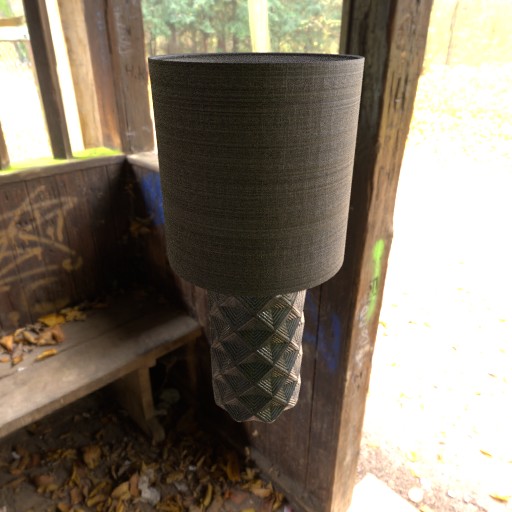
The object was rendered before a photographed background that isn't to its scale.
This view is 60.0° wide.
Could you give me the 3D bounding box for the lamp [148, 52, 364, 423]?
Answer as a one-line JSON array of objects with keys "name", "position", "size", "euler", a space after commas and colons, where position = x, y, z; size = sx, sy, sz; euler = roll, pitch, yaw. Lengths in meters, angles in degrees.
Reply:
[{"name": "lamp", "position": [0.000, 0.000, 0.689], "size": [0.268, 0.566, 0.269], "euler": [9, 28, 16]}]
